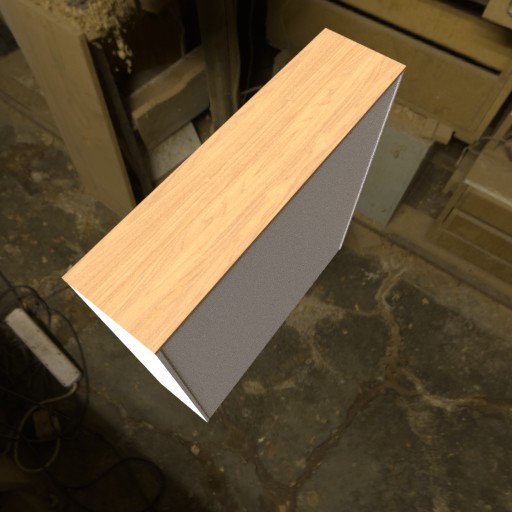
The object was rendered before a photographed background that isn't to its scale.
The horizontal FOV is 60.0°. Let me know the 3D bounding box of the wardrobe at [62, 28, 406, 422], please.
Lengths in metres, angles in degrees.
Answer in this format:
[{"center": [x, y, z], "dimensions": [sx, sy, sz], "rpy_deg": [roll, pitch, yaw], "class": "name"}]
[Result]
[{"center": [0.000, 0.000, 3.312], "dimensions": [0.590, 2.260, 2.160], "rpy_deg": [34, 68, 16], "class": "wardrobe"}]
